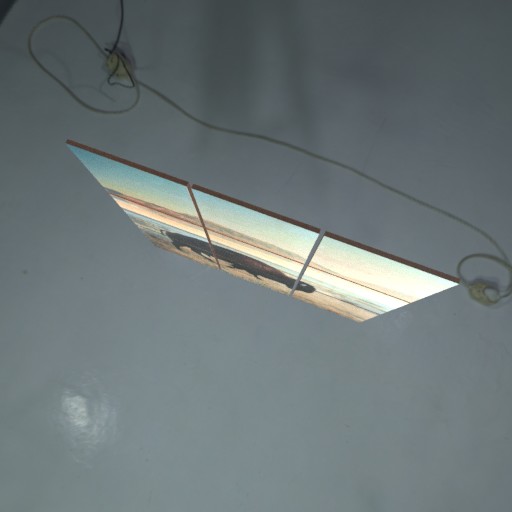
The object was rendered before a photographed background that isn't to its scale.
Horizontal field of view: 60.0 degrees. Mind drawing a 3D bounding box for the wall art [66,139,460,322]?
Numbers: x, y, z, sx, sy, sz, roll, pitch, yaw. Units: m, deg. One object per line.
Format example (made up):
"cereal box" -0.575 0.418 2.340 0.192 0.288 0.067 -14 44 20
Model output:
"wall art" 0.000 0.000 1.396 0.906 0.904 0.018 20 77 5
